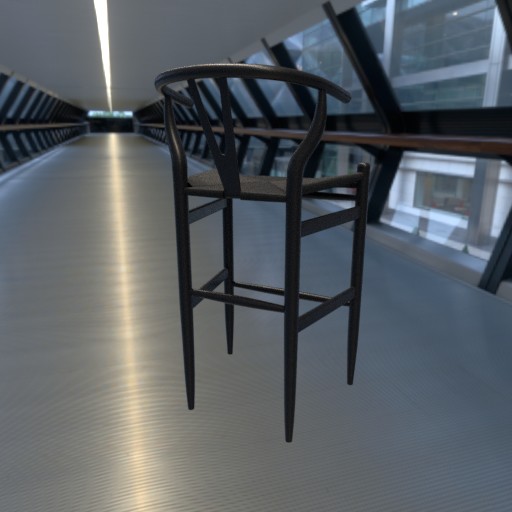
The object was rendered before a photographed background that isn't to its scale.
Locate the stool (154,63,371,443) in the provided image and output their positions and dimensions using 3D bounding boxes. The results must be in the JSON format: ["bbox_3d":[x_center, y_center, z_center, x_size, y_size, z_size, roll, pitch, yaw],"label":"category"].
[{"bbox_3d":[0.000,0.000,1.423,0.569,1.072,0.579,8,17,26],"label":"stool"}]
